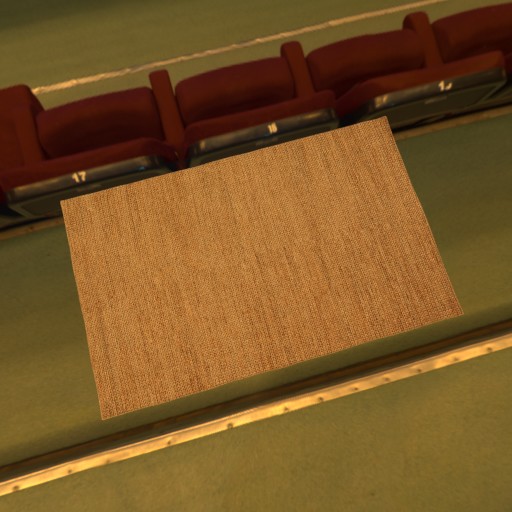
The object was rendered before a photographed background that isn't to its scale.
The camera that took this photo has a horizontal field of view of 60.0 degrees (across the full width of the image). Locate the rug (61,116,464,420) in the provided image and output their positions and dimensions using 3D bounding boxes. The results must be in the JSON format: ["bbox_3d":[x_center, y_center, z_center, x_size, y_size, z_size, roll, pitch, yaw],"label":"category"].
[{"bbox_3d":[0.000,0.000,3.033,2.438,0.034,1.521,-15,77,-4],"label":"rug"}]
